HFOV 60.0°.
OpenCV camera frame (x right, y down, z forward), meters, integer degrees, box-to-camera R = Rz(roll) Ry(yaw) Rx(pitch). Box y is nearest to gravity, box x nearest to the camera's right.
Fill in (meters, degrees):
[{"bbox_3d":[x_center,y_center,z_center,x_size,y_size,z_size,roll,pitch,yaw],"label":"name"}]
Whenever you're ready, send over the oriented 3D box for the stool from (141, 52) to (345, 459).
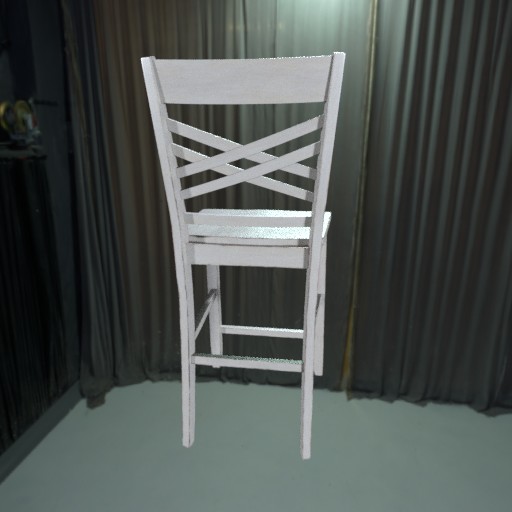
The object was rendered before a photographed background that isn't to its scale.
[{"bbox_3d":[0.000,0.000,1.374,0.462,1.079,0.539,2,16,8],"label":"stool"}]
